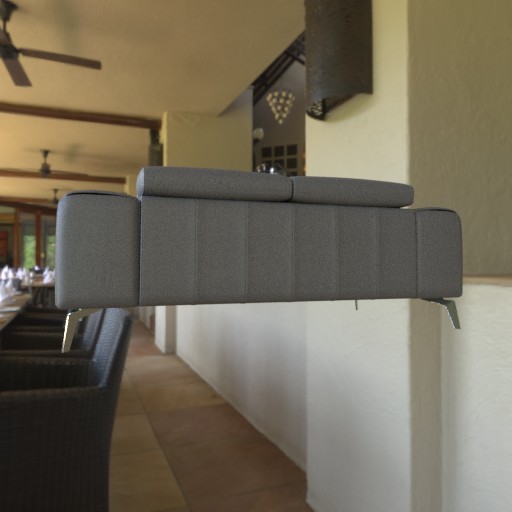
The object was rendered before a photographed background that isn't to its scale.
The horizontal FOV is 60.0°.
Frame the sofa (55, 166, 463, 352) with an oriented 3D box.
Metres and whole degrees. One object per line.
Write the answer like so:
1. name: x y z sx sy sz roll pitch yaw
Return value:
1. sofa: 0.000 0.000 2.442 1.930 0.753 1.024 0 -1 -19
